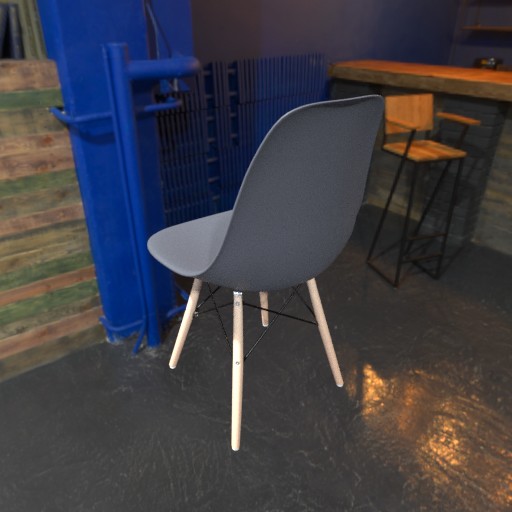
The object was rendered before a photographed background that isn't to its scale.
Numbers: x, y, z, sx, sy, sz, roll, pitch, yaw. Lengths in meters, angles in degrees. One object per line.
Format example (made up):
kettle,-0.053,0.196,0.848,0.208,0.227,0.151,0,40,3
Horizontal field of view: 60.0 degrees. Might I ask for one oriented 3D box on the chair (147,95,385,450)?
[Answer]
chair,0.000,0.000,1.120,0.470,0.826,0.533,-19,34,-31
